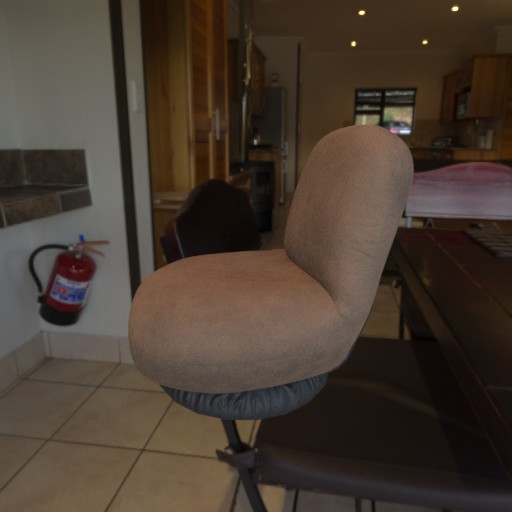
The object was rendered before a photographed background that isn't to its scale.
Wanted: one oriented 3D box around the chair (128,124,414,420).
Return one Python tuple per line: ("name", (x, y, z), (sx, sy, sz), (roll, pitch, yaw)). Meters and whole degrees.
("chair", (0.000, 0.000, 1.042), (0.597, 0.594, 0.521), (-2, 14, -9))
